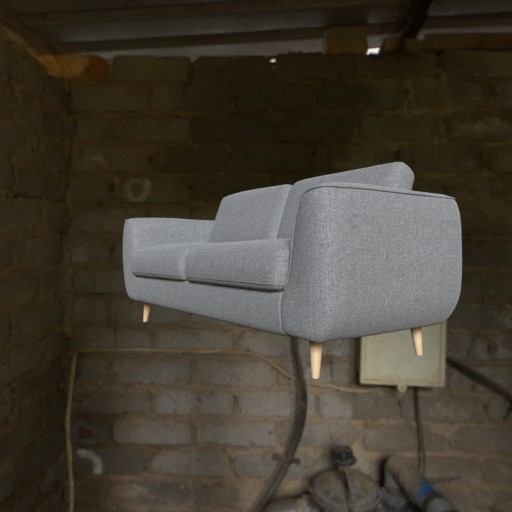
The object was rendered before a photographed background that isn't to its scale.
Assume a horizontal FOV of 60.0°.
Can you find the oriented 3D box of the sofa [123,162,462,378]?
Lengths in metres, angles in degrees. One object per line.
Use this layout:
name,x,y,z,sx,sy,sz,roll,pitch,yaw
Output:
sofa,0.000,0.000,2.441,0.920,0.870,2.000,0,0,-35
